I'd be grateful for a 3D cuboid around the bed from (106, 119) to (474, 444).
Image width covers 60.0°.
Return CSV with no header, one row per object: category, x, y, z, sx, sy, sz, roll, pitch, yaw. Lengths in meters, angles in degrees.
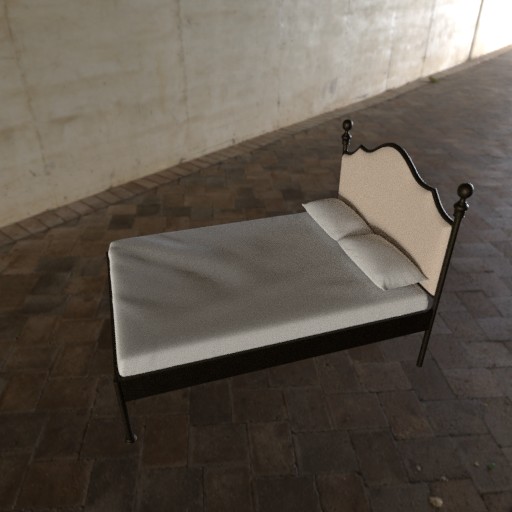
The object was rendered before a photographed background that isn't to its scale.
bed,0.000,0.000,3.238,2.170,1.462,1.533,-10,33,-15
